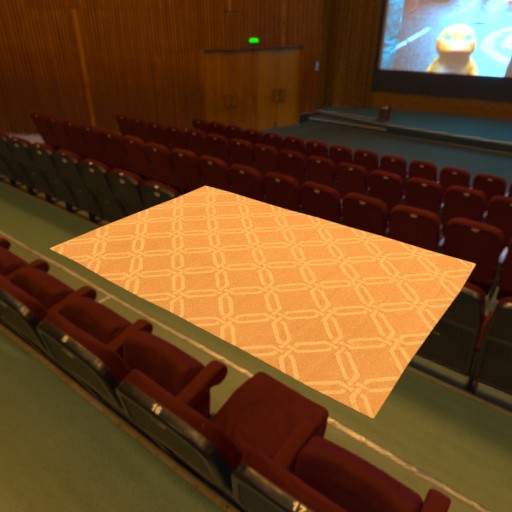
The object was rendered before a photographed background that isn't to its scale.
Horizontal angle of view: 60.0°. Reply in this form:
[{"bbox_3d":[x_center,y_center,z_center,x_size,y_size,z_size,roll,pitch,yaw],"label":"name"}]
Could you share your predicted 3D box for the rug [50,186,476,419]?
[{"bbox_3d":[0.000,0.000,2.145,1.745,0.010,1.146,20,35,32],"label":"rug"}]
